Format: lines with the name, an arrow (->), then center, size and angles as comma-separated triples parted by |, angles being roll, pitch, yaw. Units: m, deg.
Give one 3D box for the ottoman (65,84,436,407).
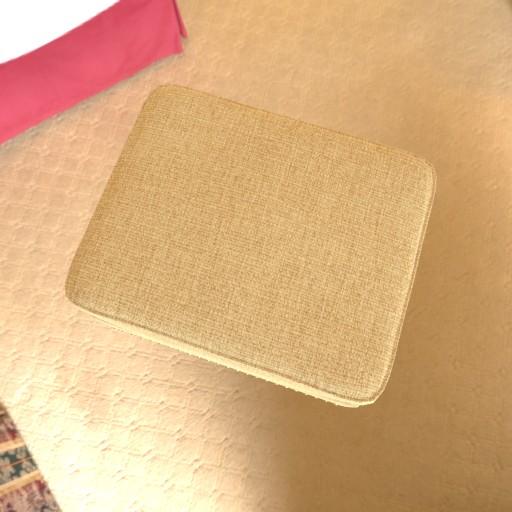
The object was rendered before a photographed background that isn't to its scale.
ottoman -> 0.000, 0.000, 1.167 | 0.738, 0.537, 0.589 | 18, 76, 5
